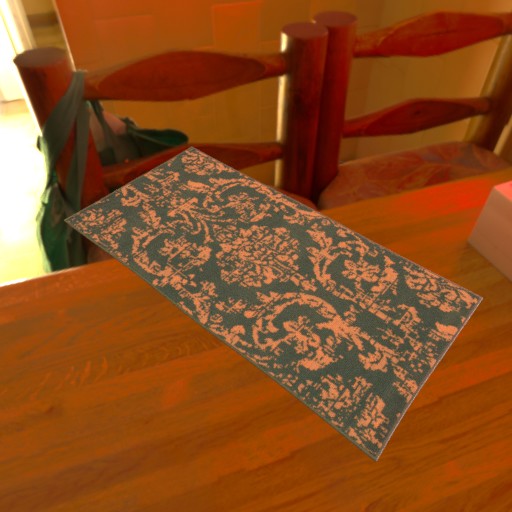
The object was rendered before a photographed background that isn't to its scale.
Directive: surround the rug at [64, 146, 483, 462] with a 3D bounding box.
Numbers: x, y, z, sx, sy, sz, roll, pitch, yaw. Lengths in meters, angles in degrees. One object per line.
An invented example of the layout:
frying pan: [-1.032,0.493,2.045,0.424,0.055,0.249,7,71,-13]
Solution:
rug: [0.000,0.000,1.403,1.219,0.007,0.604,32,54,27]
